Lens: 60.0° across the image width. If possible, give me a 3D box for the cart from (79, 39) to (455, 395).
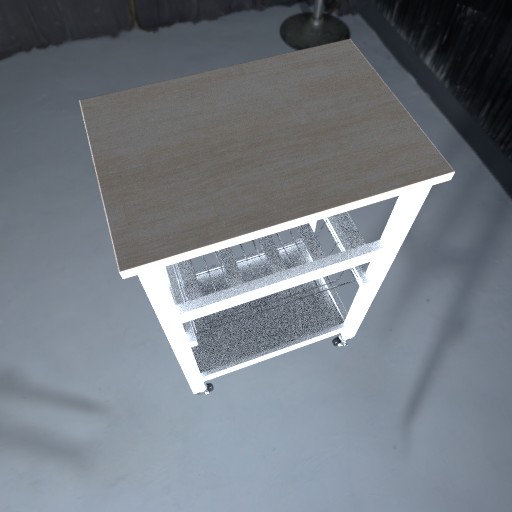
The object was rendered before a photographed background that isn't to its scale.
[{"bbox_3d":[0.000,0.000,1.172,0.578,0.857,0.406,-17,60,-10],"label":"cart"}]
